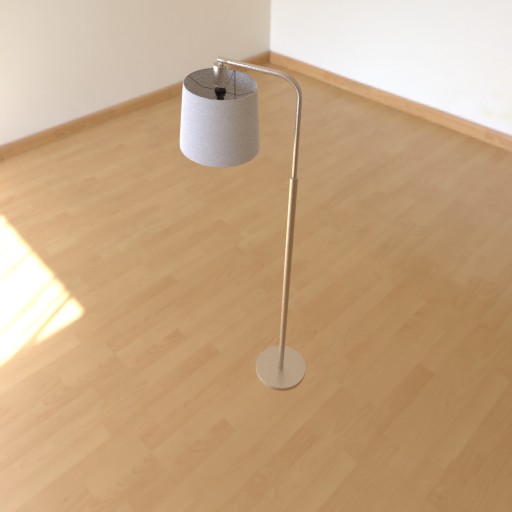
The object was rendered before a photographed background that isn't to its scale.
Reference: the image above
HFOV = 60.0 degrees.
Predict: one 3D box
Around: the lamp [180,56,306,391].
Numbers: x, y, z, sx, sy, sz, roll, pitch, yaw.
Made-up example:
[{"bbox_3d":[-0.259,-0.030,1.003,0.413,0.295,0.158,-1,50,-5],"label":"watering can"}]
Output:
[{"bbox_3d":[0.000,0.000,1.727,0.508,1.478,0.254,15,46,15],"label":"lamp"}]
